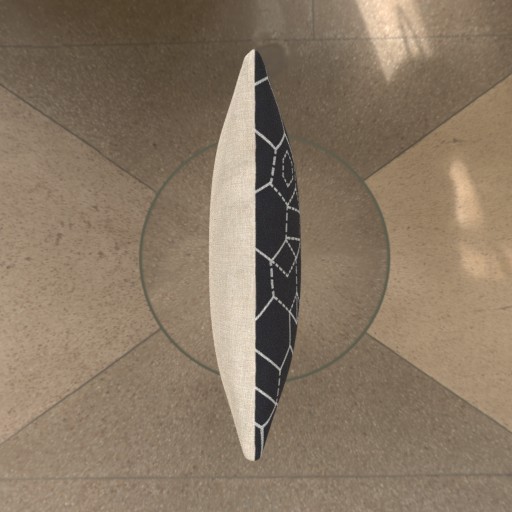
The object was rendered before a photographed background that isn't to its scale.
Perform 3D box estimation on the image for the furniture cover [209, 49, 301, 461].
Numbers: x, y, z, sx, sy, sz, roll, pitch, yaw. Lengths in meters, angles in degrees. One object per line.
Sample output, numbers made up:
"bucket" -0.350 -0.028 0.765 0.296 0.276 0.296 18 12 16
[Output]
"furniture cover" 0.000 0.000 0.804 0.158 0.508 0.517 0 90 1
